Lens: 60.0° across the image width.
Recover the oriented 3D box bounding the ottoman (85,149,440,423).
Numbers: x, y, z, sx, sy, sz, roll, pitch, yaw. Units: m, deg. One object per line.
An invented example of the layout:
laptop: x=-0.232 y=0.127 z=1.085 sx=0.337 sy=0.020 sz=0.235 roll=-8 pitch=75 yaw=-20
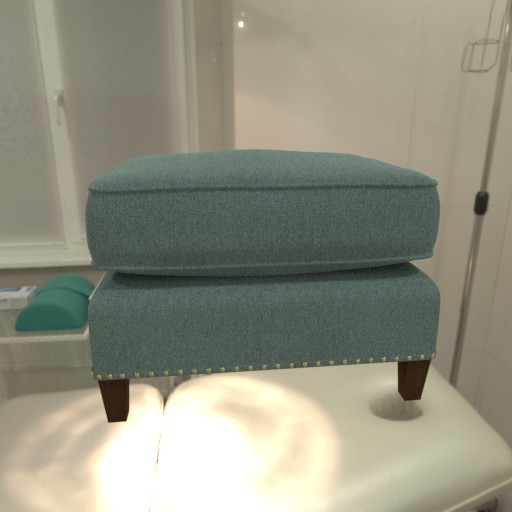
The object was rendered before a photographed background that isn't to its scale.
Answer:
ottoman: x=0.000 y=0.000 z=1.149 sx=0.738 sy=0.537 sz=0.589 roll=-2 pitch=18 yaw=-6
